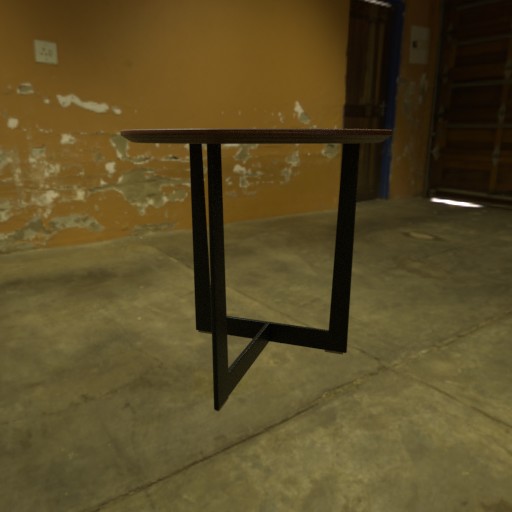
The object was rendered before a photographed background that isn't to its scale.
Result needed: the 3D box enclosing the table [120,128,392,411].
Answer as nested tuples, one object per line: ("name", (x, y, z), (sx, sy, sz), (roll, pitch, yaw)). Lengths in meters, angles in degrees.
("table", (0.000, 0.000, 0.878), (0.477, 0.476, 0.494), (2, 15, 9))
